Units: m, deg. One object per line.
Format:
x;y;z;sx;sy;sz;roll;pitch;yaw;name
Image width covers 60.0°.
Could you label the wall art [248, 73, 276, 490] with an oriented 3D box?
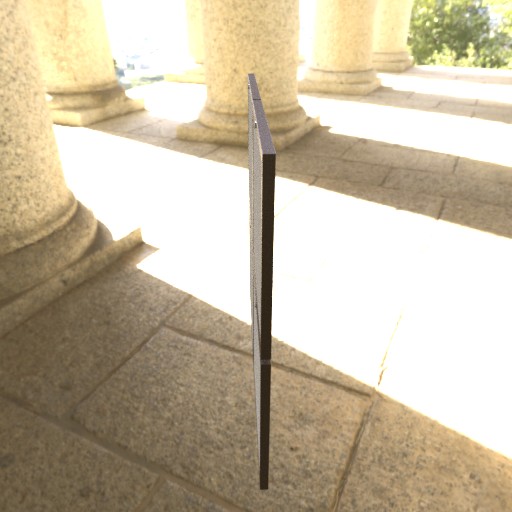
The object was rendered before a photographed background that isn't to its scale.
0.000;0.000;1.523;0.030;1.032;1.032;-1;30;-2;wall art
